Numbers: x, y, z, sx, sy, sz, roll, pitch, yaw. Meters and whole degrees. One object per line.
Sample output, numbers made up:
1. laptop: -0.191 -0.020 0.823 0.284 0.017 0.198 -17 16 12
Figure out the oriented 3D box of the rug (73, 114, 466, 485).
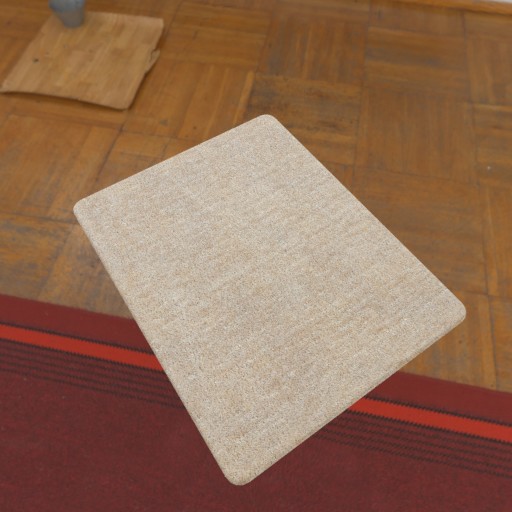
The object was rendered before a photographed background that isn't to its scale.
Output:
1. rug: 0.000 0.000 3.411 2.009 0.048 2.528 -30 63 -17
